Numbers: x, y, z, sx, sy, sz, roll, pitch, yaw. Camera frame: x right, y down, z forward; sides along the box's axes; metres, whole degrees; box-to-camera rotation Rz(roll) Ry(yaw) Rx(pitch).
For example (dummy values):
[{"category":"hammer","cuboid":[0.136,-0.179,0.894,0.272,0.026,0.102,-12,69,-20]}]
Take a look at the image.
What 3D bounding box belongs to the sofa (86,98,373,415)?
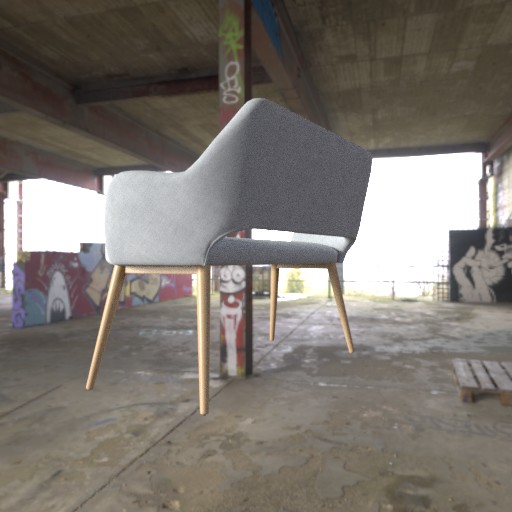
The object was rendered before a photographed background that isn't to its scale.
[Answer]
[{"category":"sofa","cuboid":[0.000,0.000,1.638,0.610,0.840,1.150,0,0,36]}]
